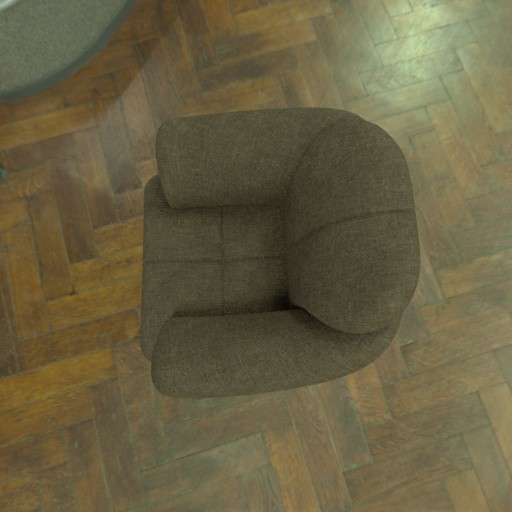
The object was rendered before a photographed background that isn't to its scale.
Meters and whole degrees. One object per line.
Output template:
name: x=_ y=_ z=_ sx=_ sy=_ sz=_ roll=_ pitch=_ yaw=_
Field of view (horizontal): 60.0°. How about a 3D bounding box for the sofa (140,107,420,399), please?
sofa: x=0.000 y=0.000 z=1.468 sx=0.794 sy=0.811 sz=0.870 roll=-2 pitch=76 yaw=0
